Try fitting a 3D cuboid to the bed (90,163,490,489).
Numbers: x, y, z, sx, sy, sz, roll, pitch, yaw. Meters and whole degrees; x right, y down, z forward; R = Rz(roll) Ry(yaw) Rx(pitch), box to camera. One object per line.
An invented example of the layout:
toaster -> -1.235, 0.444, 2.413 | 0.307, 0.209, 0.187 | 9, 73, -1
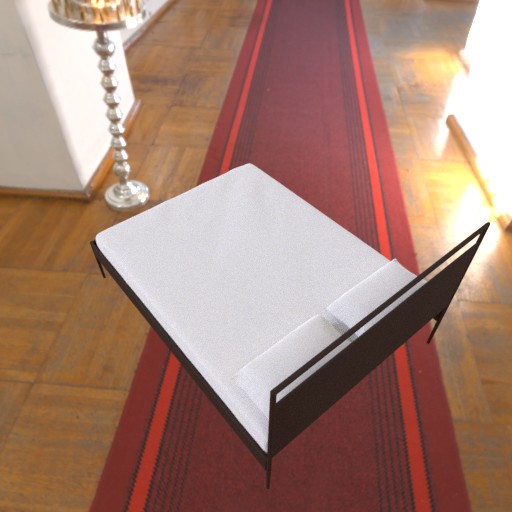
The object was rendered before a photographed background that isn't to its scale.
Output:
bed -> 0.000, 0.000, 3.053 | 1.572, 1.173, 2.122 | -31, 53, -26
